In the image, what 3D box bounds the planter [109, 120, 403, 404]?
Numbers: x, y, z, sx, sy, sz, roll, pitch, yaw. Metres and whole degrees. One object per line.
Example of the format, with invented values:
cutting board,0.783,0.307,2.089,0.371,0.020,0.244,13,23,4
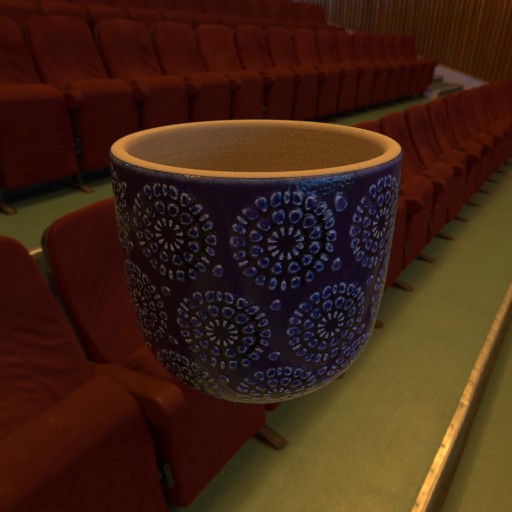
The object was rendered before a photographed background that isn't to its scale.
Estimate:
planter,0.000,0.000,0.288,0.165,0.149,0.165,0,25,0
